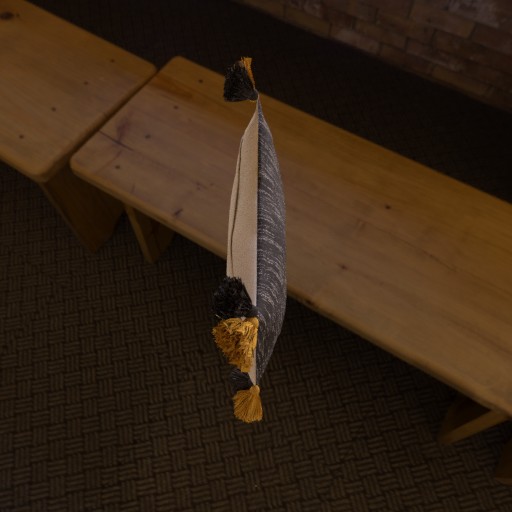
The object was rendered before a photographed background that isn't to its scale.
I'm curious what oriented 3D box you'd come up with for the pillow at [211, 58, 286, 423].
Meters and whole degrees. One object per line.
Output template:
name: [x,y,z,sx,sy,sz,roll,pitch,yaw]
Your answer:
pillow: [0.000,0.000,1.001,0.139,0.659,0.654,0,63,0]
